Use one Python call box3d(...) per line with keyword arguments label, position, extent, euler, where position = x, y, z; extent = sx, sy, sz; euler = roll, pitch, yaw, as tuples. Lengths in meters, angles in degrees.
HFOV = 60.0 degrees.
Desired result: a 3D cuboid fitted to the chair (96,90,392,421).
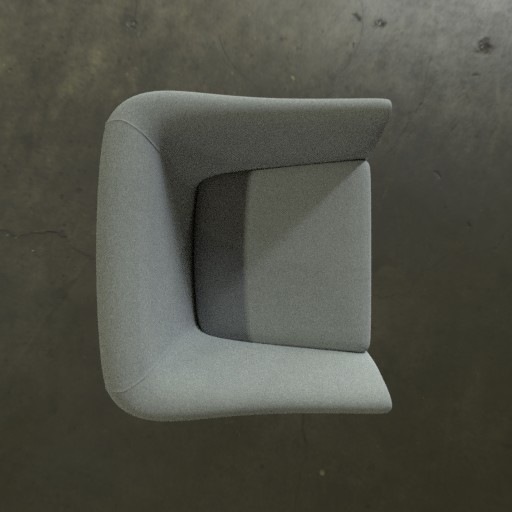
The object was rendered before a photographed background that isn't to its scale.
box3d(label="chair", position=(0.000, 0.000, 1.320), extent=(0.700, 0.720, 0.790), euler=(0, 90, 1))
